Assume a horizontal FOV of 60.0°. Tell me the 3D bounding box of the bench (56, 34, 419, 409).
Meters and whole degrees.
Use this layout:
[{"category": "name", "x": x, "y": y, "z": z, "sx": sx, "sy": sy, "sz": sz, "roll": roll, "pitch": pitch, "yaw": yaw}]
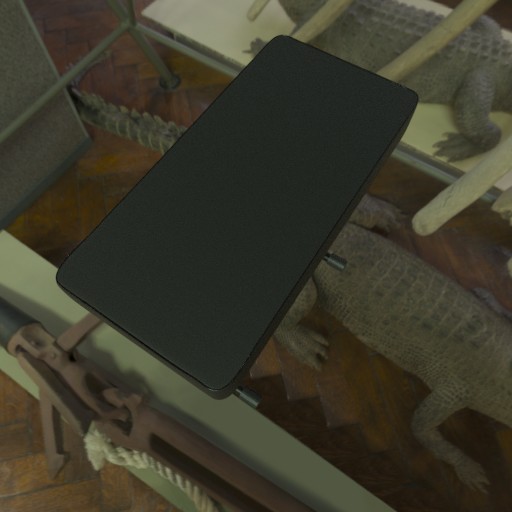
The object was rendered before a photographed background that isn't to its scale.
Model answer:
[{"category": "bench", "x": 0.000, "y": 0.000, "z": 0.933, "sx": 0.300, "sy": 0.561, "sz": 0.600, "roll": 31, "pitch": 68, "yaw": 14}]
